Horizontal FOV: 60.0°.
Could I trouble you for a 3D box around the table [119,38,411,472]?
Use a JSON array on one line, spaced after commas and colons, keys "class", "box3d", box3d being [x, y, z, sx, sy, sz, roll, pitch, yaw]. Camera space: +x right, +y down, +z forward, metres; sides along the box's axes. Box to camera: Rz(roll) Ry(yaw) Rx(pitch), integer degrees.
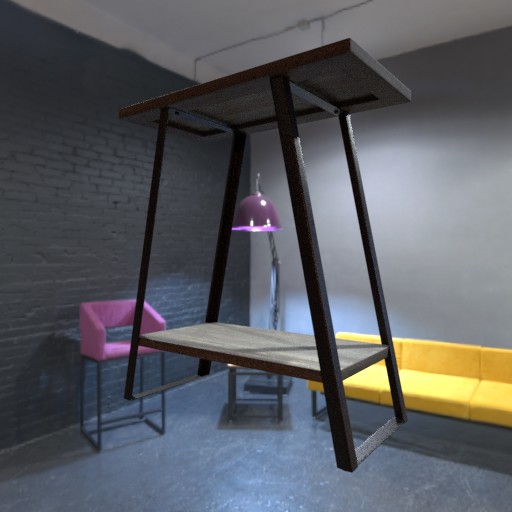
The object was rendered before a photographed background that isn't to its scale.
[{"class": "table", "box3d": [0.000, 0.000, 1.005, 0.599, 0.701, 0.300, 1, 1, 37]}]
